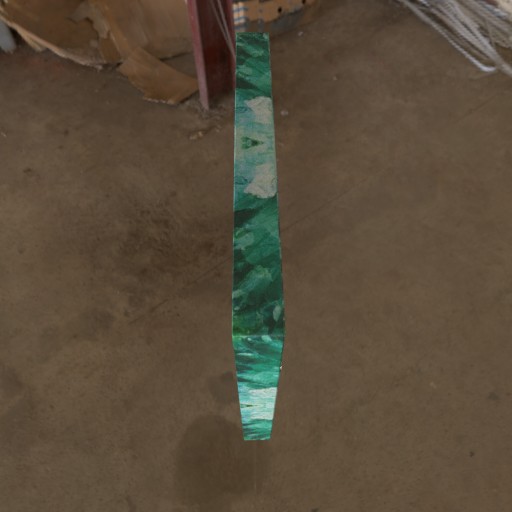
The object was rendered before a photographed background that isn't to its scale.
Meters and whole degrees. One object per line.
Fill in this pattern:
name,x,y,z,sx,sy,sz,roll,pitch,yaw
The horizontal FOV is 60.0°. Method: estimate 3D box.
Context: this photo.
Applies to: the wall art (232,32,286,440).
wall art,0.000,0.000,0.473,0.033,0.313,0.313,-1,57,0
